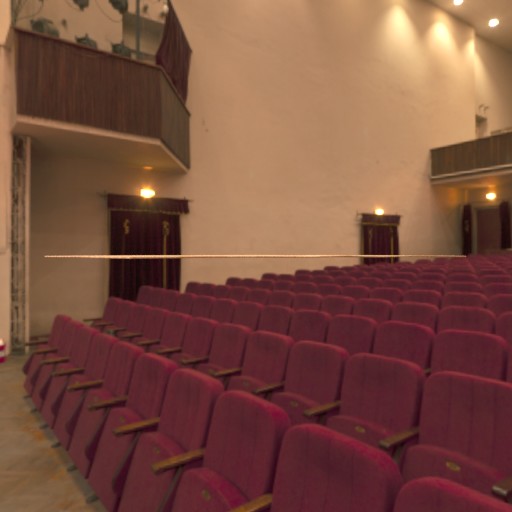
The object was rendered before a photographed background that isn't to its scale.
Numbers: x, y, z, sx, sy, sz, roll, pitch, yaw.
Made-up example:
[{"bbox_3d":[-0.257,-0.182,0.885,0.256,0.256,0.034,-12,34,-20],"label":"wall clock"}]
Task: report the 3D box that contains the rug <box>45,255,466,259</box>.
[{"bbox_3d":[0.000,0.000,2.727,2.135,0.013,1.524,0,0,-36],"label":"rug"}]
